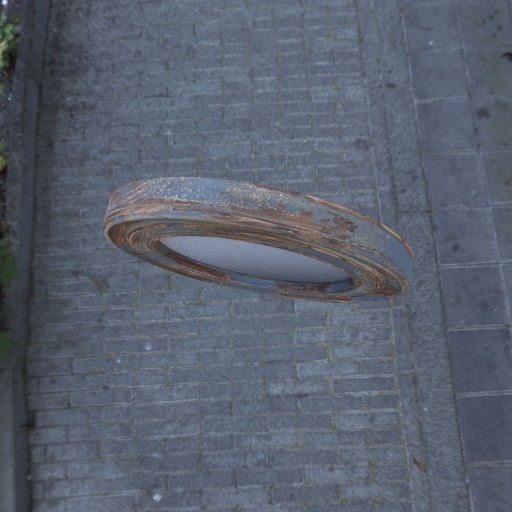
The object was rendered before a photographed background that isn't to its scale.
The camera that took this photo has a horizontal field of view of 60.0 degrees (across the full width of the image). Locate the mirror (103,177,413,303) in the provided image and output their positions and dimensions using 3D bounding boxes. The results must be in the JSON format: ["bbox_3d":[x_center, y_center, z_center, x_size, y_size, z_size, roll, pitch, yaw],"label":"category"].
[{"bbox_3d":[0.000,0.000,0.881,0.585,0.585,0.061,10,77,3],"label":"mirror"}]
